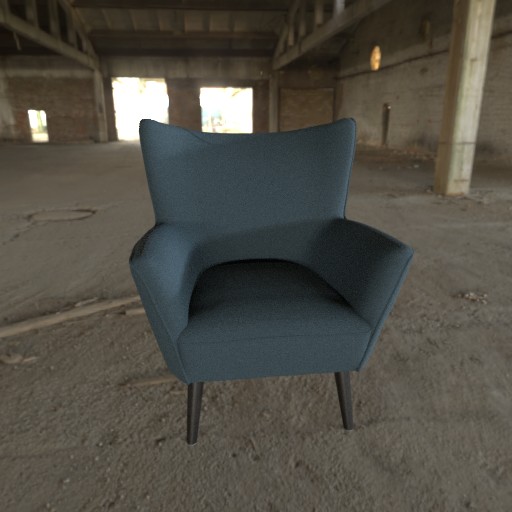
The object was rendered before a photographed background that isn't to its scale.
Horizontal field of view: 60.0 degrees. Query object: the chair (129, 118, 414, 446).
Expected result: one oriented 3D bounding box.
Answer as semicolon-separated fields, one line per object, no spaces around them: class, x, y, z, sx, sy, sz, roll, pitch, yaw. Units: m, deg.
chair;0.000;0.000;1.565;0.781;0.933;0.888;-2;17;-7
